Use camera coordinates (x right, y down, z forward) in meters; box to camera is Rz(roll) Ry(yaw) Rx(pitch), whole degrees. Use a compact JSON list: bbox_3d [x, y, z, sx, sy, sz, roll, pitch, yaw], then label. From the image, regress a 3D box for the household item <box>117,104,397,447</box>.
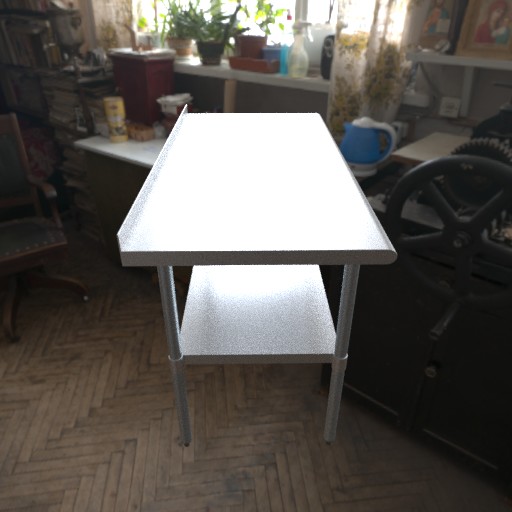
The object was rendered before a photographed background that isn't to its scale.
[{"bbox_3d":[0.000,0.000,1.688,0.610,0.851,1.219,0,31,-1],"label":"household item"}]
